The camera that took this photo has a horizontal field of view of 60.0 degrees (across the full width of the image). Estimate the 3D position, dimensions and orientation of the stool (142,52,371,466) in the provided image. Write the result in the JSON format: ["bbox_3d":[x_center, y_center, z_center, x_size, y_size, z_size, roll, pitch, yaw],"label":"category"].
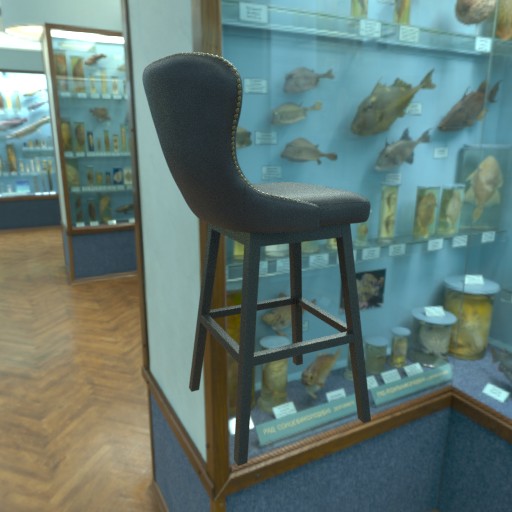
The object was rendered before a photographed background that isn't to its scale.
[{"bbox_3d":[0.000,0.000,1.341,0.601,1.050,0.528,-7,16,-25],"label":"stool"}]
